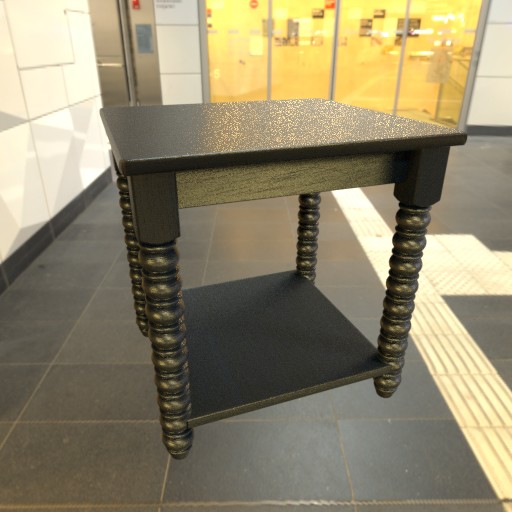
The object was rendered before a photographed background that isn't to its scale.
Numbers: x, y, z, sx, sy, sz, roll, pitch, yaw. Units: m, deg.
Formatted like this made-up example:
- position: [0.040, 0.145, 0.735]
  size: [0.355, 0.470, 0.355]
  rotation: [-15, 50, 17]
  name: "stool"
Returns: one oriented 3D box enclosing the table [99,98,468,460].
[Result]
- position: [0.000, 0.000, 0.944]
  size: [0.533, 0.567, 0.500]
  rotation: [-9, 27, -18]
  name: "table"
